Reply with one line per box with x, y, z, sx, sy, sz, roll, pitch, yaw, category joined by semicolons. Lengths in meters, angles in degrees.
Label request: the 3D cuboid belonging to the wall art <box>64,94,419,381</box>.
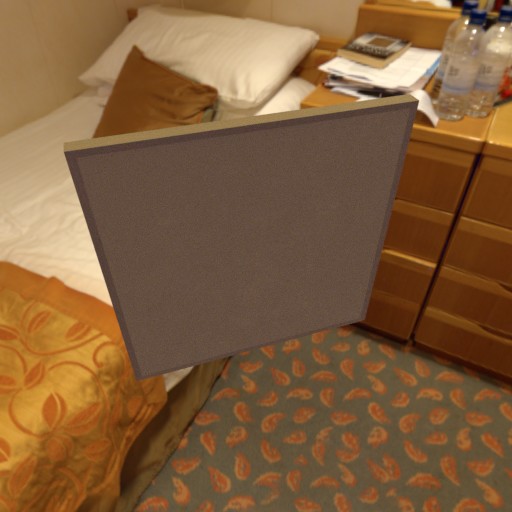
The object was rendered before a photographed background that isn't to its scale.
0.000;0.000;1.174;0.761;0.758;0.038;-12;43;-13;wall art
